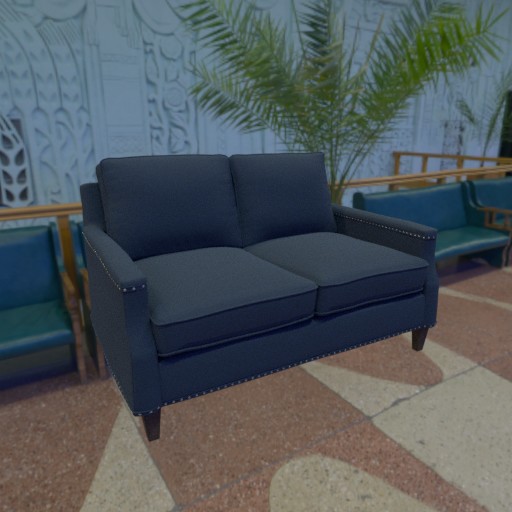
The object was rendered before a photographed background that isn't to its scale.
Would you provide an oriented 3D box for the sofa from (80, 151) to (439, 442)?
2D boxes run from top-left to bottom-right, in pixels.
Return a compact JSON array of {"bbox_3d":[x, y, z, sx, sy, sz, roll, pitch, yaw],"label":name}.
[{"bbox_3d":[0.000,0.000,2.291,1.597,1.003,1.084,-9,19,-28],"label":"sofa"}]
